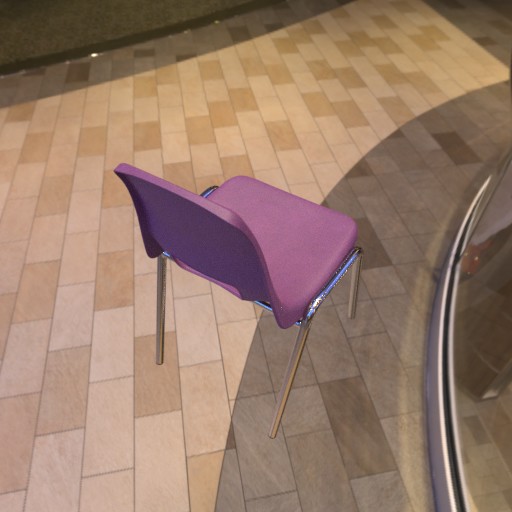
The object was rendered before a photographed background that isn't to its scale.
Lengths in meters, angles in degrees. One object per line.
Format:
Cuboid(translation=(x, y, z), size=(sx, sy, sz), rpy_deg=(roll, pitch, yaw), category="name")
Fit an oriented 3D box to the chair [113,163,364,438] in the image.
Cuboid(translation=(0.000, 0.000, 0.935), size=(0.381, 0.654, 0.432), rpy_deg=(26, 52, 22), category="chair")
